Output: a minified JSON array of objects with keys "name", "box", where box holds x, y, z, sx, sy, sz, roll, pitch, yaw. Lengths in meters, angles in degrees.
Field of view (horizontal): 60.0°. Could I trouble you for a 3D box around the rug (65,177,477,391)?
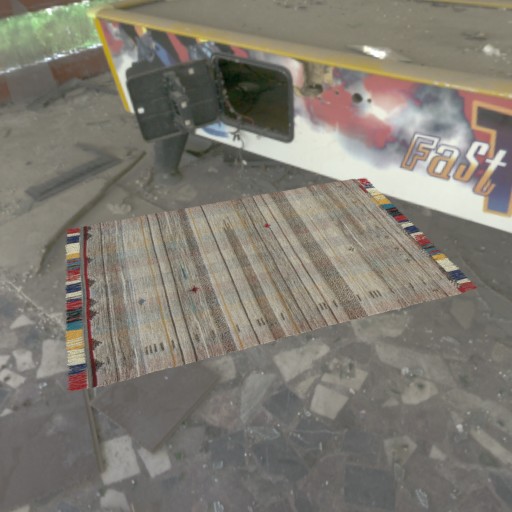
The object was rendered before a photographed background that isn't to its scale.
[{"name":"rug","box":[0.000,0.000,3.004,2.465,0.012,1.465,-12,41,-14]}]
